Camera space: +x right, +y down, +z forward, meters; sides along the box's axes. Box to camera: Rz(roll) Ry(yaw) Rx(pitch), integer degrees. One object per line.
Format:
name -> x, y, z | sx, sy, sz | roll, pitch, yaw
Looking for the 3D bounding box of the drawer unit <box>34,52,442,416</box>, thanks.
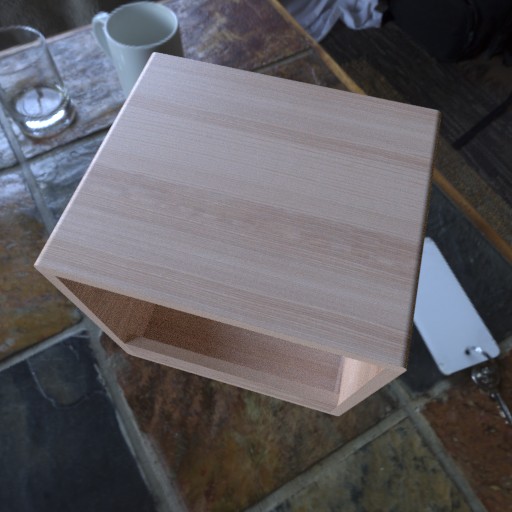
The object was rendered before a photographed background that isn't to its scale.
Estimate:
drawer unit -> 0.000, 0.000, 0.599 | 0.344, 0.344, 0.290 | 14, 65, 7
